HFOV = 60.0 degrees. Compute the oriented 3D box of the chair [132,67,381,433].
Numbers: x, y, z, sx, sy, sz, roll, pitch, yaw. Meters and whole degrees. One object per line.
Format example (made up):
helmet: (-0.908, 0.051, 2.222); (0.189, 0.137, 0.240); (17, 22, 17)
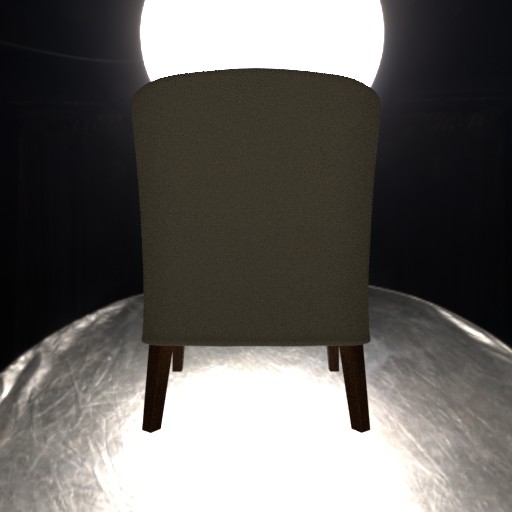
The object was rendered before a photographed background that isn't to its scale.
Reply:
chair: (0.000, 0.000, 1.281); (0.643, 0.822, 0.657); (0, 0, 0)
